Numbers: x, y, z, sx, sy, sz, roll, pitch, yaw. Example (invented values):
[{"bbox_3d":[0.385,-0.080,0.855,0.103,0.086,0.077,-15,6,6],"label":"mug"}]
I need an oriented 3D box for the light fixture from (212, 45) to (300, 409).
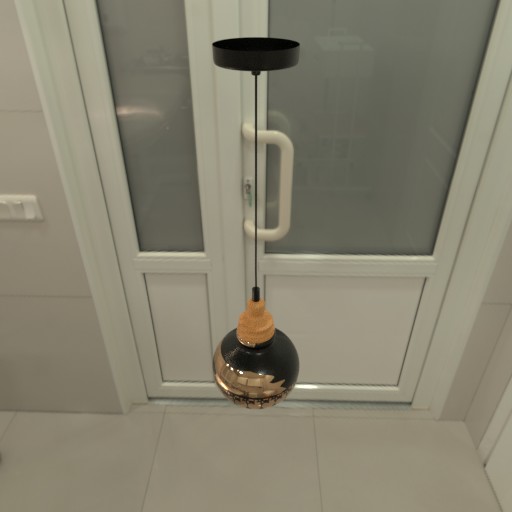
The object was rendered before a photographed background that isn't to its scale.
[{"bbox_3d":[0.000,0.000,1.840,0.430,1.606,0.430,1,34,1],"label":"light fixture"}]
